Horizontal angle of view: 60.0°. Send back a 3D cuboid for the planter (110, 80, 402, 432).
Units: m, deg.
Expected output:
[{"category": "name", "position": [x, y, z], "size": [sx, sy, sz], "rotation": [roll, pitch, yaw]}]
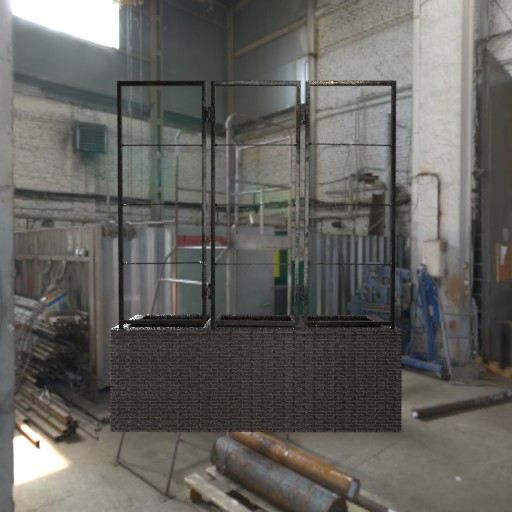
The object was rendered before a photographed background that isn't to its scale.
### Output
[{"category": "planter", "position": [0.000, 0.000, 1.173], "size": [0.699, 0.841, 0.244], "rotation": [0, 1, 0]}]
